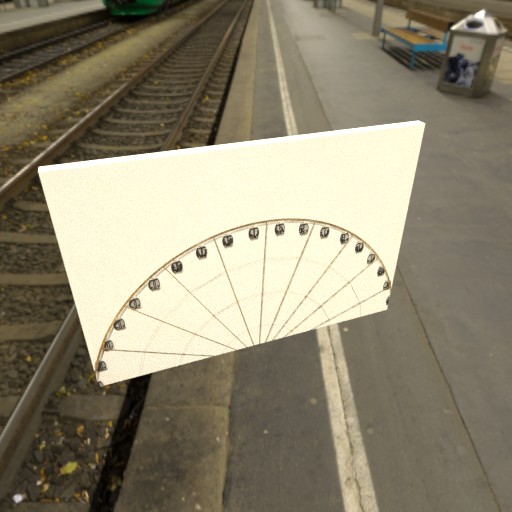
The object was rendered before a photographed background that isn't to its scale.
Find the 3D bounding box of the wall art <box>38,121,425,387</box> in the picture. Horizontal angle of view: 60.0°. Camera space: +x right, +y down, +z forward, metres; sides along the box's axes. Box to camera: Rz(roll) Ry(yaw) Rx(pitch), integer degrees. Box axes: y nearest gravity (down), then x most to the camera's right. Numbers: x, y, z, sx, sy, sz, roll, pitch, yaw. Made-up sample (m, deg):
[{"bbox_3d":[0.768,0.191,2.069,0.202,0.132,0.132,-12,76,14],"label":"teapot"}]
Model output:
[{"bbox_3d":[0.000,0.000,1.466,1.144,0.767,0.038,-11,34,-17],"label":"wall art"}]
